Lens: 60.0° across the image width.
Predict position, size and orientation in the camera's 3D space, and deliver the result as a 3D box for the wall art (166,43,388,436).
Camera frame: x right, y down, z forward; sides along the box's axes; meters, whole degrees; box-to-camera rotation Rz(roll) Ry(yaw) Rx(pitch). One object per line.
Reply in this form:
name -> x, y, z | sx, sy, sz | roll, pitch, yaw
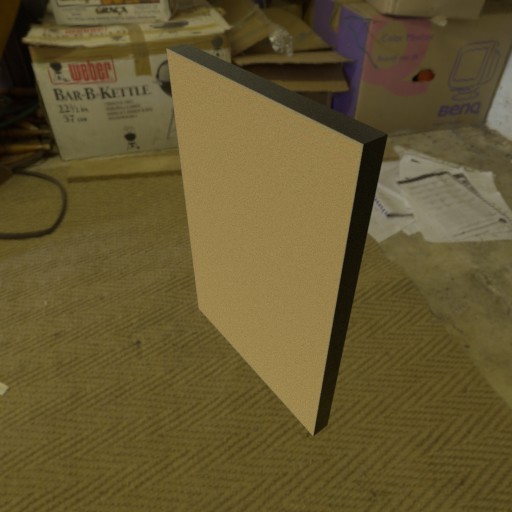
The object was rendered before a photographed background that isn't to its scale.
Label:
wall art -> 0.000, 0.000, 0.591 | 0.031, 0.457, 0.313 | -27, 47, -27
